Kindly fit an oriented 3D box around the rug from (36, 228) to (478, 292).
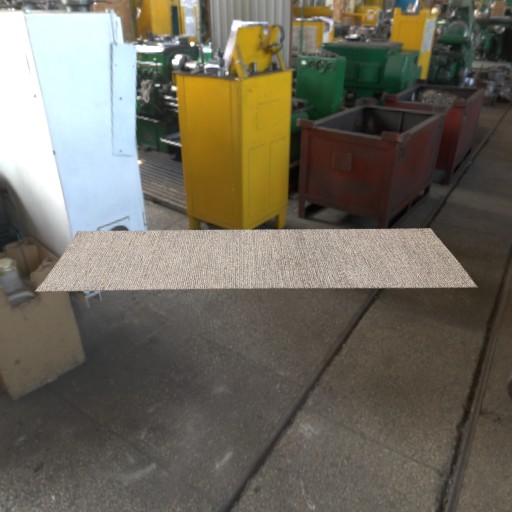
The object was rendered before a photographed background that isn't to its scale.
[{"bbox_3d":[0.000,0.000,2.618,2.335,0.013,0.697,0,30,-1],"label":"rug"}]
